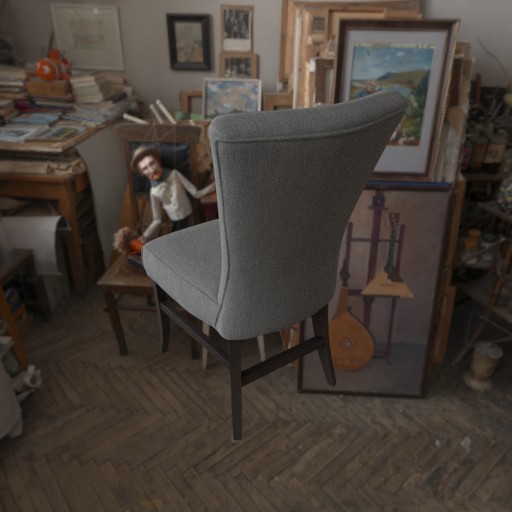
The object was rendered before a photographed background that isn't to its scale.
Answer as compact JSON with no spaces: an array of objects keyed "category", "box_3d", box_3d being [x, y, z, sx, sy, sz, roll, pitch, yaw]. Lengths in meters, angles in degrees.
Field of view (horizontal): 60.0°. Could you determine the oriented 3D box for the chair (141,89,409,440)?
[{"category":"chair","box_3d":[0.000,0.000,1.351,0.520,0.991,0.660,-19,36,-28]}]
